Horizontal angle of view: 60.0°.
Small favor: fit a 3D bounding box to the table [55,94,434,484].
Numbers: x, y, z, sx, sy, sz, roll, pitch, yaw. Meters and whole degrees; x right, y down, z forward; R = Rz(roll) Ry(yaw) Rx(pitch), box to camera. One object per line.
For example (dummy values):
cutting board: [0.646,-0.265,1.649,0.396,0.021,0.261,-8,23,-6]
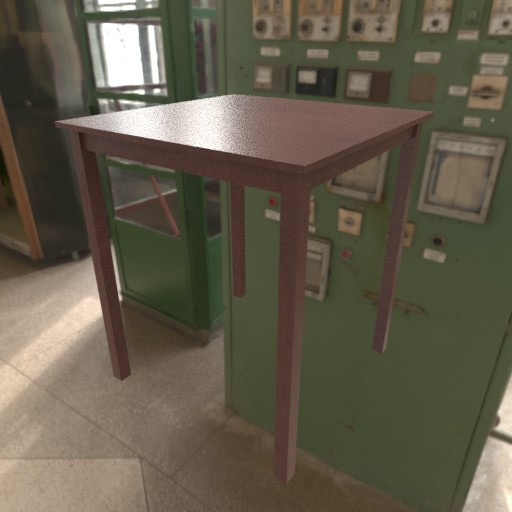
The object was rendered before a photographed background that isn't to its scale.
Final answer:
table: [0.000,0.000,1.628,0.861,0.991,0.861,18,31,32]
